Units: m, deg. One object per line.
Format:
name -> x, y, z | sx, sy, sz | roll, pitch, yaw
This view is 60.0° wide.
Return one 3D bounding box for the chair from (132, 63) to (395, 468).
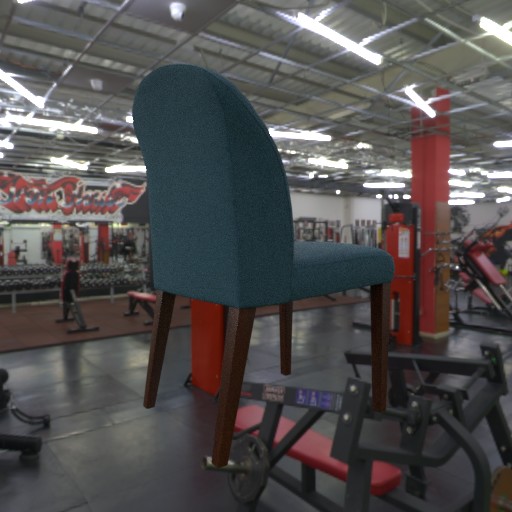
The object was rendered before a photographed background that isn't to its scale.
chair -> 0.000, 0.000, 1.238 | 0.620, 0.879, 0.507 | -1, 3, -35
